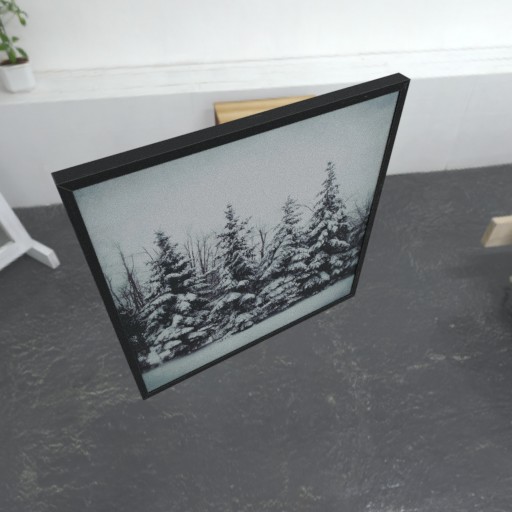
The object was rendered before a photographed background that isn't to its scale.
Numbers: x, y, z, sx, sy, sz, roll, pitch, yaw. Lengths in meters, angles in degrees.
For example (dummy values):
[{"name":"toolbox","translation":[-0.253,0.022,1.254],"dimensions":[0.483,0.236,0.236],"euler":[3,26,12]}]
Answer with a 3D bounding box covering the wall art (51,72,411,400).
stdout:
[{"name":"wall art","translation":[0.000,0.000,1.127],"dimensions":[0.761,0.761,0.037],"euler":[-23,50,-20]}]
